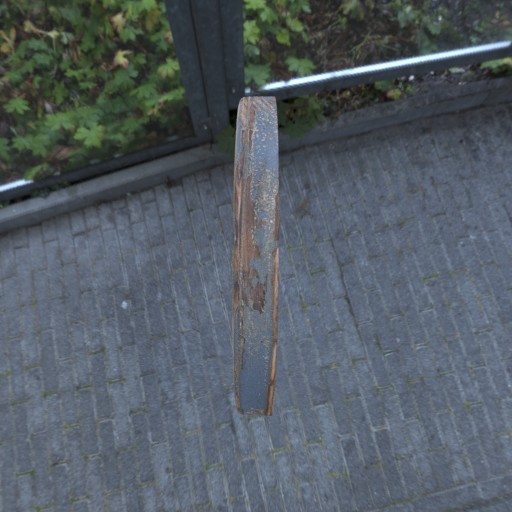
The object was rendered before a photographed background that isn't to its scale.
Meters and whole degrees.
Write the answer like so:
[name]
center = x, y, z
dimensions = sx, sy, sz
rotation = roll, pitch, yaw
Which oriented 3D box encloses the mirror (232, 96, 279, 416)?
[mirror]
center = 0.000, 0.000, 0.864
dimensions = 0.061, 0.585, 0.585
rotation = 1, 75, 0
